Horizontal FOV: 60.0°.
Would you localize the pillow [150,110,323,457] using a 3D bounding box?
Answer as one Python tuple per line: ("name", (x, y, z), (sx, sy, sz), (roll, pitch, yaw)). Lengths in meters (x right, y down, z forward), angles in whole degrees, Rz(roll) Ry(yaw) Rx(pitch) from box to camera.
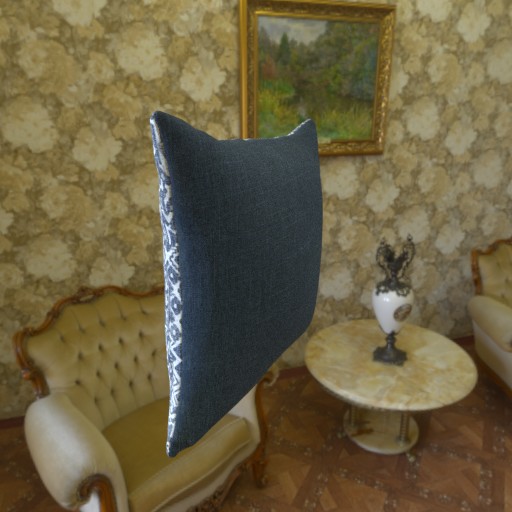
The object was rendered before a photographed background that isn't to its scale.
("pillow", (0.000, 0.000, 0.805), (0.180, 0.487, 0.546), (8, 18, 26))
